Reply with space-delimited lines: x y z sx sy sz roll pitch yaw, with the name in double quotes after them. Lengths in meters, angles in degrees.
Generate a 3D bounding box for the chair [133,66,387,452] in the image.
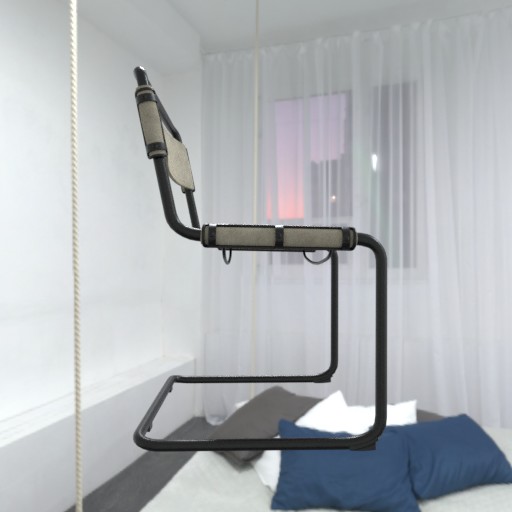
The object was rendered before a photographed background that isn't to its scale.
0.000 0.000 1.077 0.497 0.747 0.499 0 0 -1 "chair"
